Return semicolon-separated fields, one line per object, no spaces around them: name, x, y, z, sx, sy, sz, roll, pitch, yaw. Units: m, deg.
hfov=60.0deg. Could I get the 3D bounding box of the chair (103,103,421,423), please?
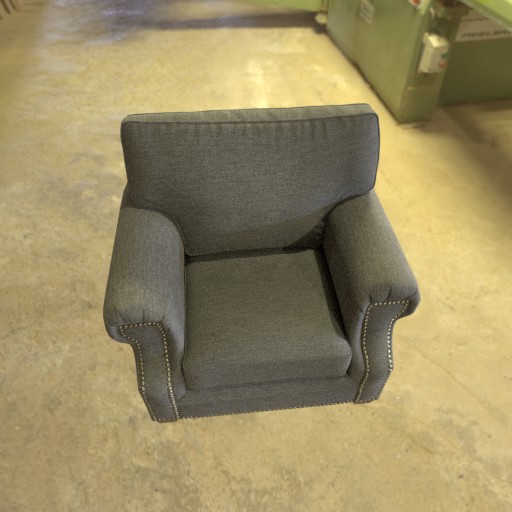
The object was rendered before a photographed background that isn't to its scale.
chair;0.000;0.000;1.798;1.092;0.961;0.965;-4;46;-4
